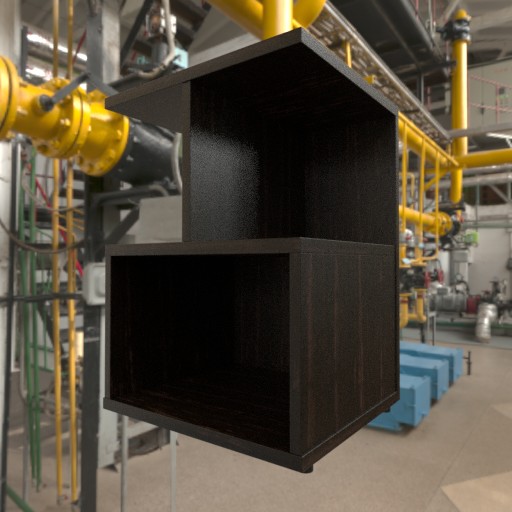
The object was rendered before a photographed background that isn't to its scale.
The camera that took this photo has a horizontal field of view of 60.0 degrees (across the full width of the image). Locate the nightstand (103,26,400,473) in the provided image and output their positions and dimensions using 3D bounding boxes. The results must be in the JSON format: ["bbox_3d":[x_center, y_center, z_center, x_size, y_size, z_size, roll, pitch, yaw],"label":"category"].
[{"bbox_3d":[0.000,0.000,0.799,0.400,0.559,0.356,-1,-1,36],"label":"nightstand"}]
